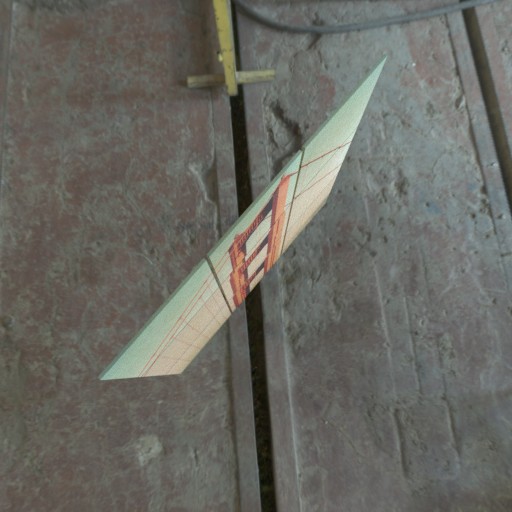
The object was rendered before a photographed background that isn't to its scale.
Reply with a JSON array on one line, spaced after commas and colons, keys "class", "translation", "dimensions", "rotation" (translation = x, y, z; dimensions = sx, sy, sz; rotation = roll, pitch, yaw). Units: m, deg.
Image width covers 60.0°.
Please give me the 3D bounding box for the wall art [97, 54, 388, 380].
[{"class": "wall art", "translation": [0.000, 0.000, 2.248], "dimensions": [0.013, 1.523, 1.517], "rotation": [39, 79, 9]}]
